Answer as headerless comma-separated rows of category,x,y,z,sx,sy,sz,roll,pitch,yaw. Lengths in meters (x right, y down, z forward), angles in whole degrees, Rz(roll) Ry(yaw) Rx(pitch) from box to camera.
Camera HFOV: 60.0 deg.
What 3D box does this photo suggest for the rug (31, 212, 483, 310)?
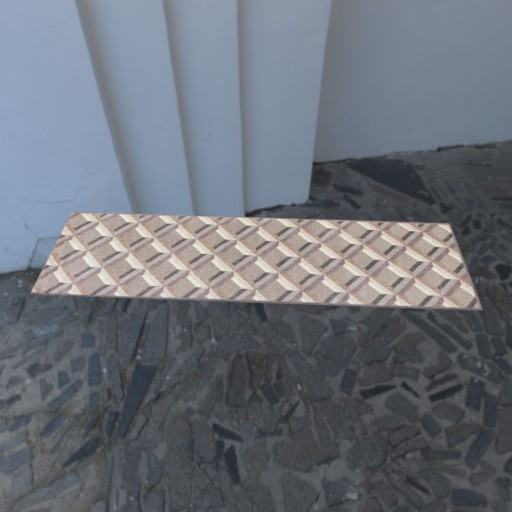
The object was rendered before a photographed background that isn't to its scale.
rug,0.000,0.000,2.615,2.437,0.013,0.685,2,46,2
